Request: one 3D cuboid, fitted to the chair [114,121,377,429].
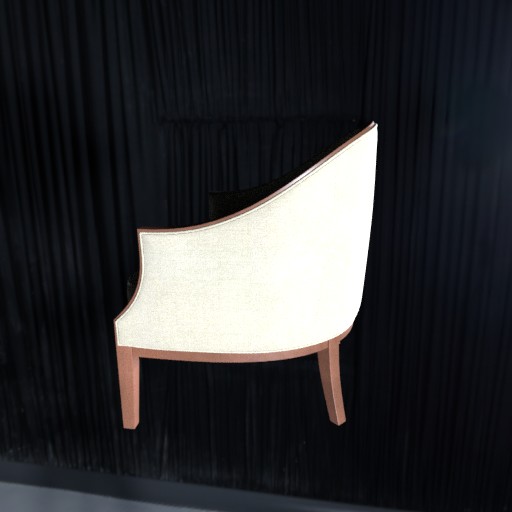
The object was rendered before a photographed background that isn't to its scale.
[{"bbox_3d":[0.000,0.000,1.505,0.735,0.876,0.803,2,16,8],"label":"chair"}]
